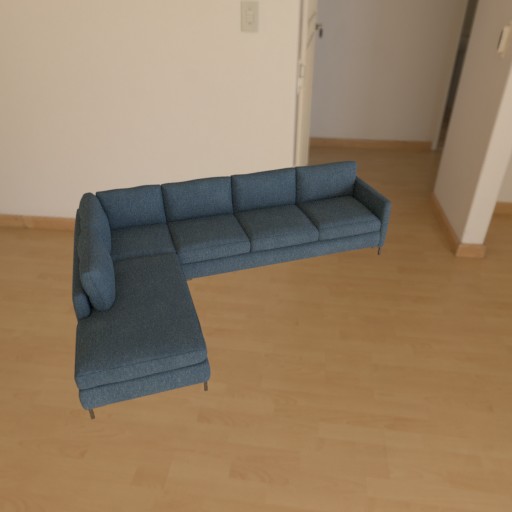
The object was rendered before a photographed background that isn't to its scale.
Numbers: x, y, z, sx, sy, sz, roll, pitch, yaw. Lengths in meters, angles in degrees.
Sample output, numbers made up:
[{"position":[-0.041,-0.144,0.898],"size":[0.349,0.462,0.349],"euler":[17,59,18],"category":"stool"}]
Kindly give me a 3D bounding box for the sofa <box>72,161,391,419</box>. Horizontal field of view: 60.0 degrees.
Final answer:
[{"position":[0.000,0.000,3.821],"size":[2.949,0.815,2.007],"euler":[-10,34,-15],"category":"sofa"}]
